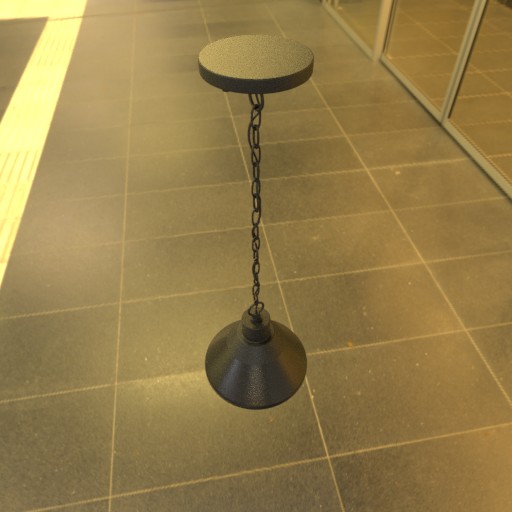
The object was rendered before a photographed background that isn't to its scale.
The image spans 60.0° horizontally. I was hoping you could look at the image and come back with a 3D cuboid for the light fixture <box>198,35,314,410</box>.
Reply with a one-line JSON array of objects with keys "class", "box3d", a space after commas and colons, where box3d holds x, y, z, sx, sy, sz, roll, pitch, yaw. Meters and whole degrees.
[{"class": "light fixture", "box3d": [0.000, 0.000, 0.667, 0.201, 0.588, 0.201, -22, 49, -20]}]
